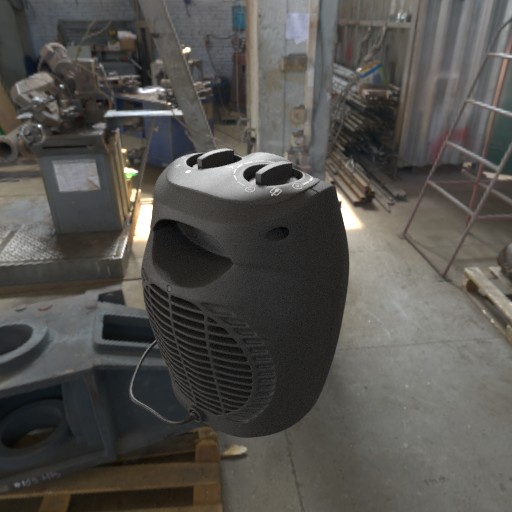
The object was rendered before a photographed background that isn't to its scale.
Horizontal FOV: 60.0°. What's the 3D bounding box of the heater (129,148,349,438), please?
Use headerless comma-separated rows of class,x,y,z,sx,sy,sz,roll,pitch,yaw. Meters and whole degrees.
heater,0.000,0.000,0.464,0.239,0.240,0.291,21,35,33
